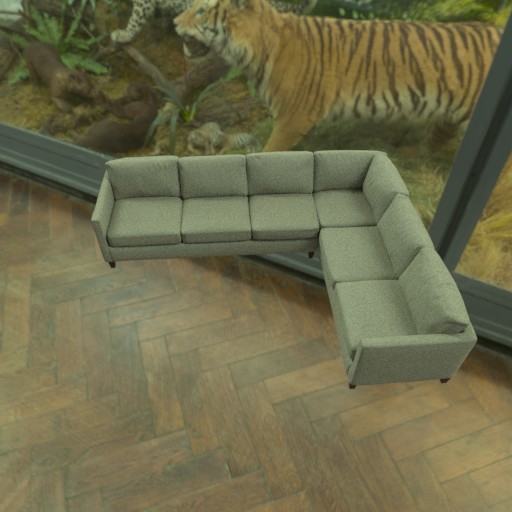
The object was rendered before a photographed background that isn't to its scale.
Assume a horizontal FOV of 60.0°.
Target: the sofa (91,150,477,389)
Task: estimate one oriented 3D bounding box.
[{"bbox_3d":[0.000,0.000,4.396,3.302,0.947,2.593,-3,46,-3],"label":"sofa"}]
